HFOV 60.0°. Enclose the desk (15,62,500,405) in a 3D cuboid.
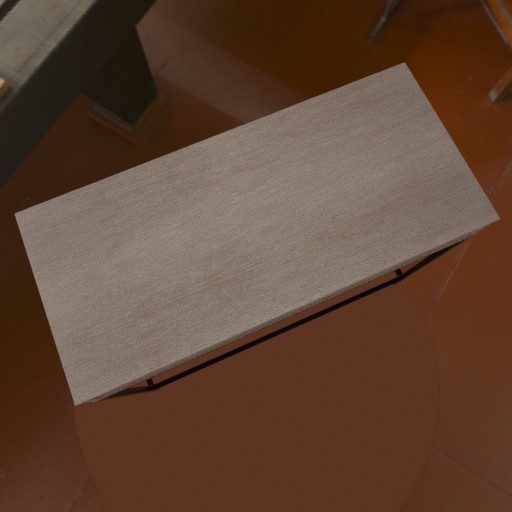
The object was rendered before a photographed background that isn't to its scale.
[{"bbox_3d":[0.000,0.000,1.386,1.016,0.762,0.470,-23,76,-6],"label":"desk"}]
